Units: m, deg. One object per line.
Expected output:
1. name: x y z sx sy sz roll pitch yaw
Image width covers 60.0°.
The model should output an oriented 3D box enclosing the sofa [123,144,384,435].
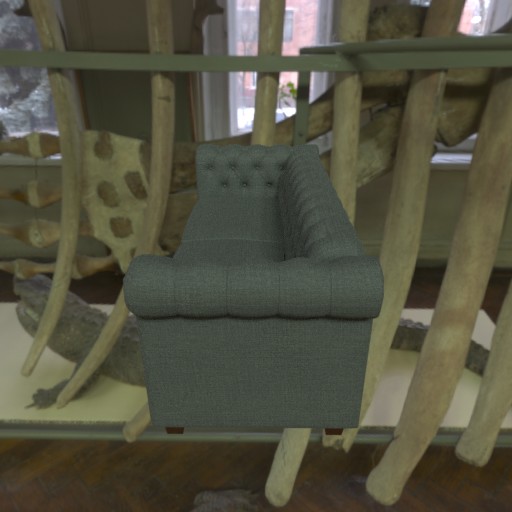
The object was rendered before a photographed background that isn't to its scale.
1. sofa: 0.000 0.000 2.232 0.783 0.797 1.798 0 26 0
